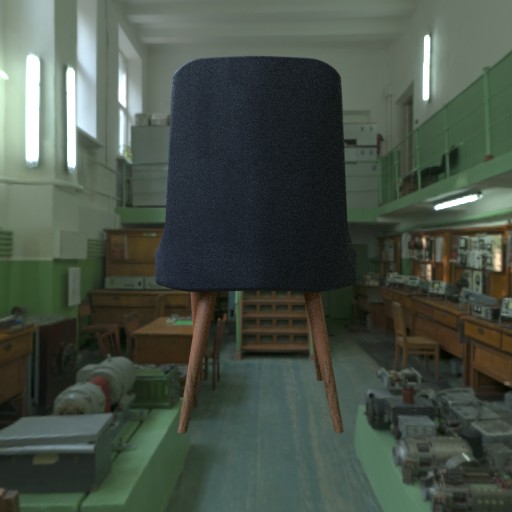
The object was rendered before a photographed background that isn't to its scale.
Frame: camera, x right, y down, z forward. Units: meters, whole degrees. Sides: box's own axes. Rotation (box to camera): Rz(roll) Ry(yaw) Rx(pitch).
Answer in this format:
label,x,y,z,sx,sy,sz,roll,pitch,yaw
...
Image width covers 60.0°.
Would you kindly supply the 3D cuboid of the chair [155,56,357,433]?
label,x,y,z,sx,sy,sz,roll,pitch,yaw
chair,0.000,0.000,1.178,0.504,0.820,0.567,0,0,0
